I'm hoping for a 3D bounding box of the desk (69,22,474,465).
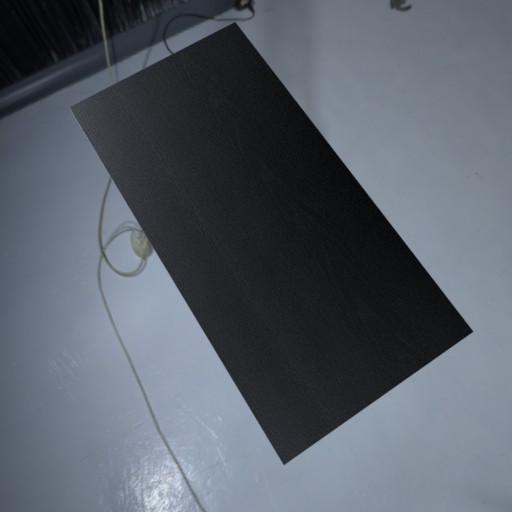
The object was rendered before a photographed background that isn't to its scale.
[{"bbox_3d":[0.000,0.000,1.415,0.499,0.762,0.991,-32,76,-9],"label":"desk"}]
